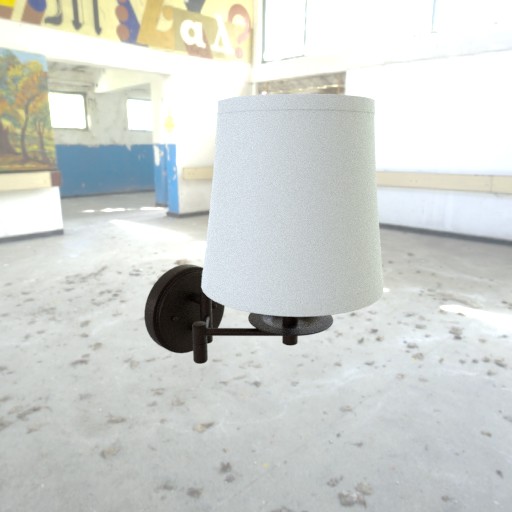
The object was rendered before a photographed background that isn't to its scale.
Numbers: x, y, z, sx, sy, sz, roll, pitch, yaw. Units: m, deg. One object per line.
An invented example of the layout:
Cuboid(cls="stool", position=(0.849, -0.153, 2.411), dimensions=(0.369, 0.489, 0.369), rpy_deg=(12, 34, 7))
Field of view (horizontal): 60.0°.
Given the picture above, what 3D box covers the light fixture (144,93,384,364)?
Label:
Cuboid(cls="light fixture", position=(0.000, 0.000, 0.266), dimensions=(0.100, 0.172, 0.157), rpy_deg=(-14, 20, -43))
